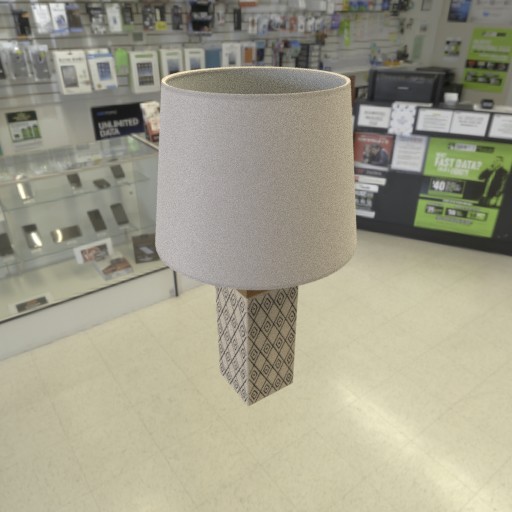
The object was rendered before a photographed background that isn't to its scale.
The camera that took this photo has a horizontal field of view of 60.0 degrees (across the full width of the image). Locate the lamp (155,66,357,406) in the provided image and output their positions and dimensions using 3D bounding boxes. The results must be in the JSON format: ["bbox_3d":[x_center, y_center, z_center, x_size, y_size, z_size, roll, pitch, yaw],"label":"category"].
[{"bbox_3d":[0.000,0.000,0.579,0.251,0.435,0.251,0,30,0],"label":"lamp"}]
